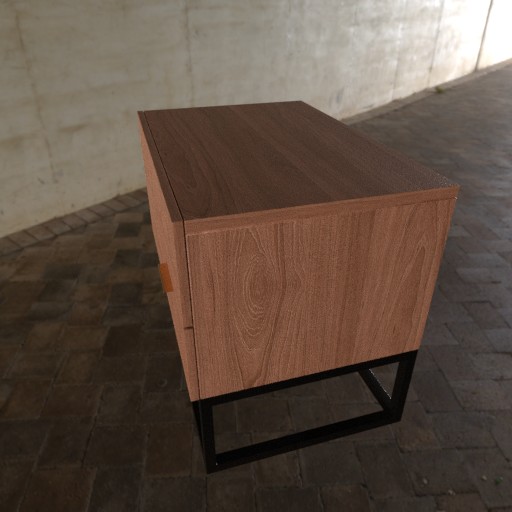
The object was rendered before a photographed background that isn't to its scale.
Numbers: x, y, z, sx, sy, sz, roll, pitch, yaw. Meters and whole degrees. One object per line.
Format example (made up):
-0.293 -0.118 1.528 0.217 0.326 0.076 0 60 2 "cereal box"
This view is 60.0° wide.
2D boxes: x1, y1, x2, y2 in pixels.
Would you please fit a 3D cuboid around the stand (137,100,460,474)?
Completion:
0.000 0.000 0.947 0.420 0.500 0.600 -9 32 -14 "stand"
